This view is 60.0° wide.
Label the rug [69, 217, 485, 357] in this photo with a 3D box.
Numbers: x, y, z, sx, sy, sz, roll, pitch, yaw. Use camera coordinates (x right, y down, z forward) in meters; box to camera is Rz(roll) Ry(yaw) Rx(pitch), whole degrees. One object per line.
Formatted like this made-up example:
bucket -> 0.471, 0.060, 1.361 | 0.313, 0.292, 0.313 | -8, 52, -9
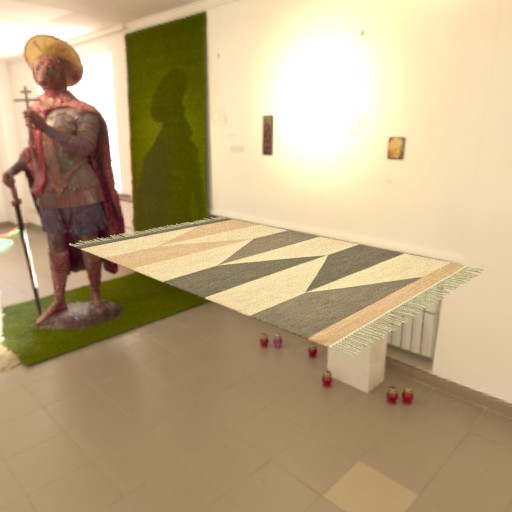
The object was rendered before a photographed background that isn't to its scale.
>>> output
rug -> 0.000, 0.000, 2.456 | 2.021, 0.027, 1.224 | 15, 22, 42
